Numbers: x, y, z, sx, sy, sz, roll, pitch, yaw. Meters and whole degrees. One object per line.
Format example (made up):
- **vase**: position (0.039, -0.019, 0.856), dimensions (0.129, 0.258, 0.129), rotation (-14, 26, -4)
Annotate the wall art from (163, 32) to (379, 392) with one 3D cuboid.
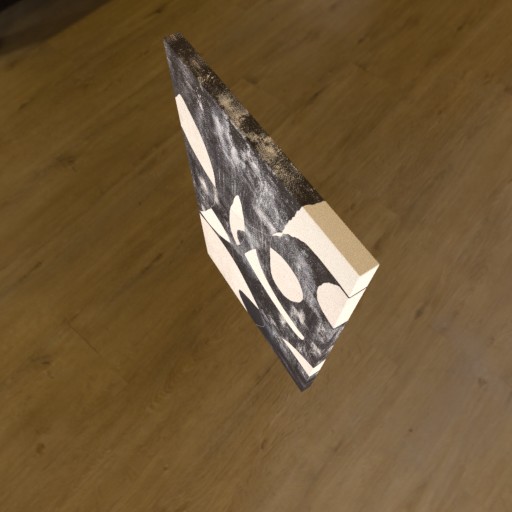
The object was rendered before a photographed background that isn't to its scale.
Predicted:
- **wall art**: position (0.000, 0.000, 1.162), dimensions (0.041, 0.915, 0.610), rotation (-30, 67, -14)
